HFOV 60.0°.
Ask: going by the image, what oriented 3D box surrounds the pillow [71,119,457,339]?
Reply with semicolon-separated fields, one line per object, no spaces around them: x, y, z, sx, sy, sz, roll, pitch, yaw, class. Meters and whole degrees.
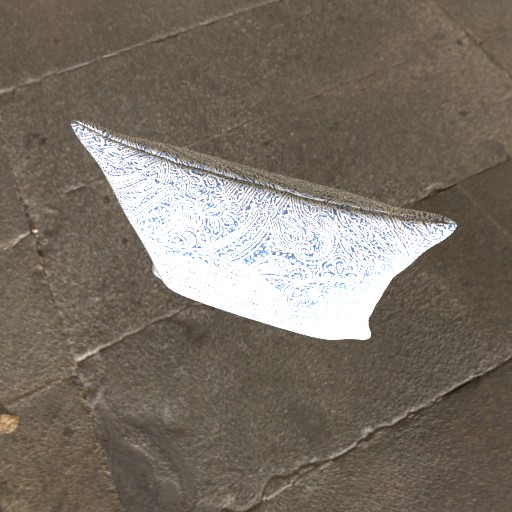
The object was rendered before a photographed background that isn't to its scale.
0.000;0.000;0.789;0.523;0.510;0.166;17;65;8;pillow
